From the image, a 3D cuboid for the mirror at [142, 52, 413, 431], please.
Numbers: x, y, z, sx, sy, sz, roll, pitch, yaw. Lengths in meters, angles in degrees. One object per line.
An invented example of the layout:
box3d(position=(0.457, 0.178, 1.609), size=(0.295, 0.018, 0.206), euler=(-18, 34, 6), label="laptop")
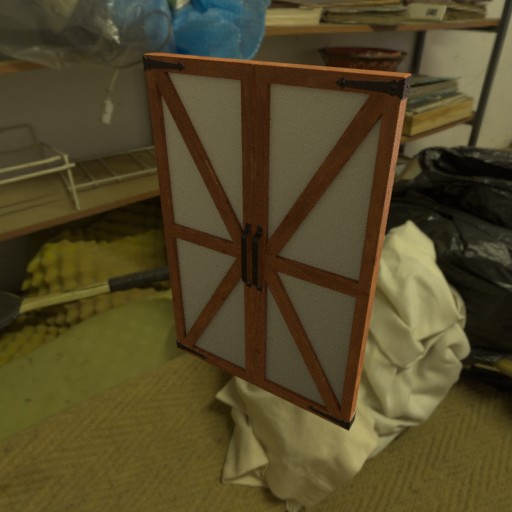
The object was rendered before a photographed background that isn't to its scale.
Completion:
box3d(position=(0.000, 0.000, 0.946), size=(0.517, 0.761, 0.053), euler=(18, 35, 28), label="mirror")
